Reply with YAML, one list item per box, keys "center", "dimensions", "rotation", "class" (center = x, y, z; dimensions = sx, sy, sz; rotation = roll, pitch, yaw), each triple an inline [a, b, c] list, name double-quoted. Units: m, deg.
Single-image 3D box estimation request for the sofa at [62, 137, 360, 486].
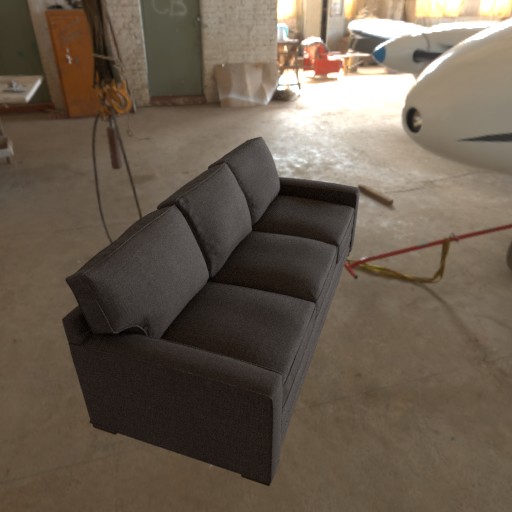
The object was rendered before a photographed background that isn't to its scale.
- center: [0.000, 0.000, 2.875]
  dimensions: [1.004, 0.978, 2.369]
  rotation: [10, 32, 17]
  class: "sofa"
